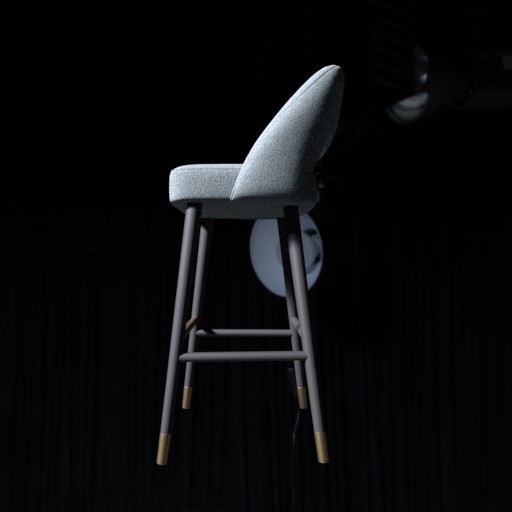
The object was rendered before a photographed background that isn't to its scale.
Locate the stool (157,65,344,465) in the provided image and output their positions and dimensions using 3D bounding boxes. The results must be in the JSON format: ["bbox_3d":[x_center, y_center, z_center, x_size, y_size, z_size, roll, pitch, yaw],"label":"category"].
[{"bbox_3d":[0.000,0.000,1.390,0.524,1.089,0.536,0,-1,-1],"label":"stool"}]
